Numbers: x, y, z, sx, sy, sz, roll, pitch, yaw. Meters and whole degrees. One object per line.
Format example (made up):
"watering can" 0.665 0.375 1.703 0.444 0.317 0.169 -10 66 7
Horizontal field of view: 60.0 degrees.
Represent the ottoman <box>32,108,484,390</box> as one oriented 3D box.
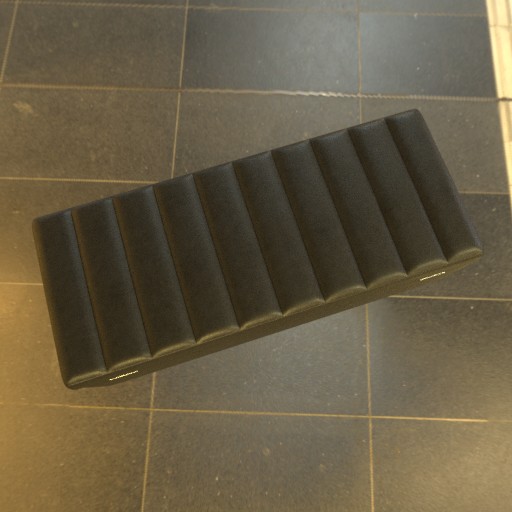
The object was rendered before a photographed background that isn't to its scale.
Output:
"ottoman" 0.000 0.000 1.385 1.151 0.469 0.482 -17 76 -4
